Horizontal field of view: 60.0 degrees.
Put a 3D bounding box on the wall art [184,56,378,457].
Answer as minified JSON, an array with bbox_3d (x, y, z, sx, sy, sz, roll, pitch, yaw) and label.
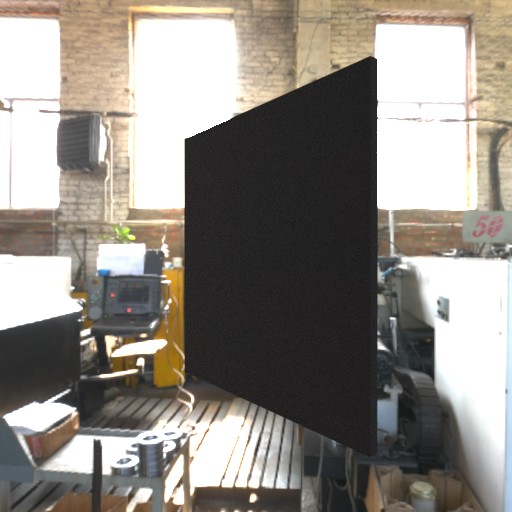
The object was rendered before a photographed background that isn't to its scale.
[{"bbox_3d":[0.000,0.000,0.692,0.013,0.458,0.456,0,0,-37],"label":"wall art"}]
